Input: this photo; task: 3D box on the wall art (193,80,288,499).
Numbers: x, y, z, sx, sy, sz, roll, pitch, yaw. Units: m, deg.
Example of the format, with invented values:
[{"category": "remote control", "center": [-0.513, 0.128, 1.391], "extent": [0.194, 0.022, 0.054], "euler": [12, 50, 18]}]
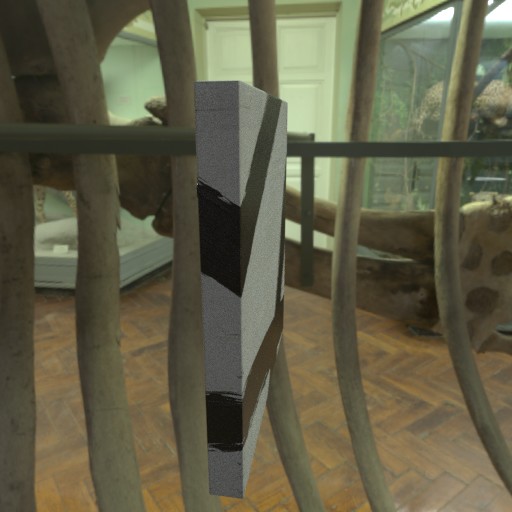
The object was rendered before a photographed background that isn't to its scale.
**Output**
[{"category": "wall art", "center": [0.000, 0.000, 0.743], "extent": [0.050, 0.508, 0.507], "euler": [3, 17, 9]}]
